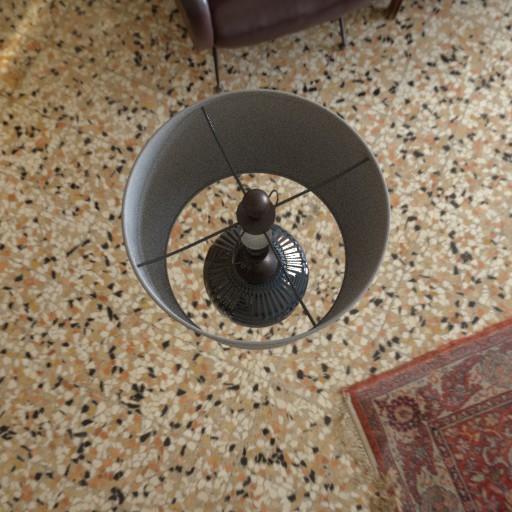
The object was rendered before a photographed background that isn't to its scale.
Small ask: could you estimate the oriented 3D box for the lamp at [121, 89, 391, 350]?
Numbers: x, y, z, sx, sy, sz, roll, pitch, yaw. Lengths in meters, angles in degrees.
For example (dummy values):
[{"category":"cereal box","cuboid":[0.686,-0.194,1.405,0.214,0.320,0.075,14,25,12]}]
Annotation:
[{"category":"lamp","cuboid":[0.000,0.000,0.764,0.318,0.567,0.318,0,77,0]}]
